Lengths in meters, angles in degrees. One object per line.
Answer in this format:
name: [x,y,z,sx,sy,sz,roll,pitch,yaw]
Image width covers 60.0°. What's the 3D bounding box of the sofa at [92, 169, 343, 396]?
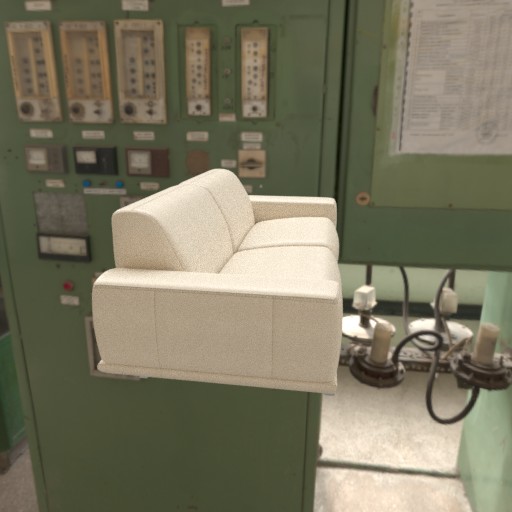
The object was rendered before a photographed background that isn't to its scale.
sofa: [0.000,0.000,2.398,0.900,0.772,1.901,3,17,9]
